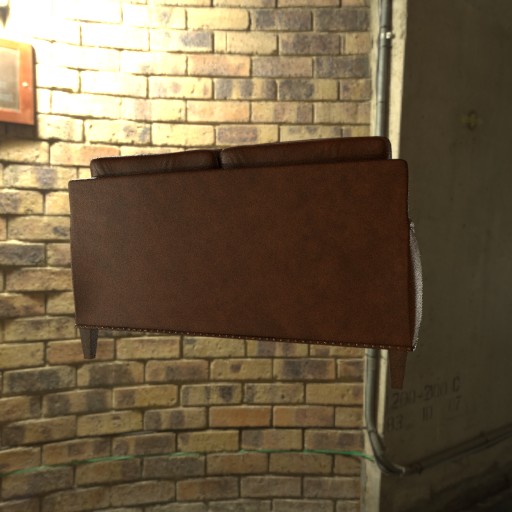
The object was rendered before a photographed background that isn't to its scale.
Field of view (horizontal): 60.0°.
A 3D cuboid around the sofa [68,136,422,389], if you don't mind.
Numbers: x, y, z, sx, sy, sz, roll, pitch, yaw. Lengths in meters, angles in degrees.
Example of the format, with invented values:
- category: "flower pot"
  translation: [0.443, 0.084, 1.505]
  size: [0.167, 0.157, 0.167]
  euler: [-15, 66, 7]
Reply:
- category: "sofa"
  translation: [0.000, 0.000, 2.325]
  size: [1.628, 1.003, 1.083]
  euler: [0, 1, 19]
